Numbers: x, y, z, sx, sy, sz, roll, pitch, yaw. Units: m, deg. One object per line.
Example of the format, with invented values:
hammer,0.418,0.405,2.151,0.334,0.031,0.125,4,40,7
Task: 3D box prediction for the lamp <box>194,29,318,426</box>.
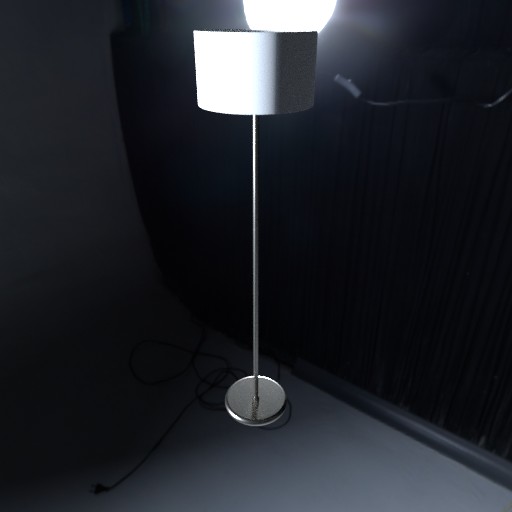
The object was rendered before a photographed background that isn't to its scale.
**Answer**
lamp,0.000,0.000,1.590,0.347,1.443,0.347,20,34,32
